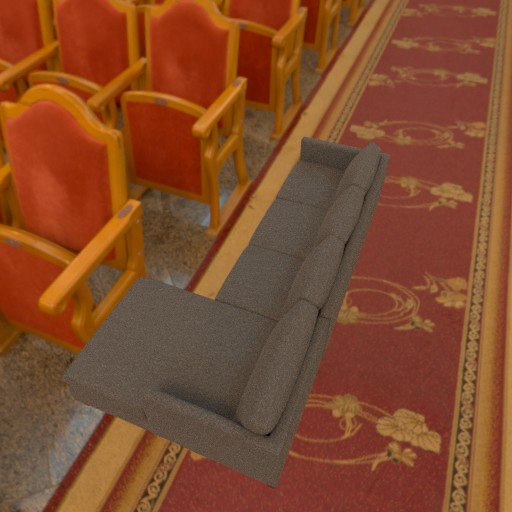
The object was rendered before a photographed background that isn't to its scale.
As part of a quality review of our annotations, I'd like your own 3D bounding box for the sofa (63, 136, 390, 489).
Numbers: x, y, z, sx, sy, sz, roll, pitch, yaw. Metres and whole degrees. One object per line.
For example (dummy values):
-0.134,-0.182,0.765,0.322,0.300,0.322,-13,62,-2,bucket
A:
0.000,0.000,3.847,1.625,0.846,3.186,17,49,15,sofa
